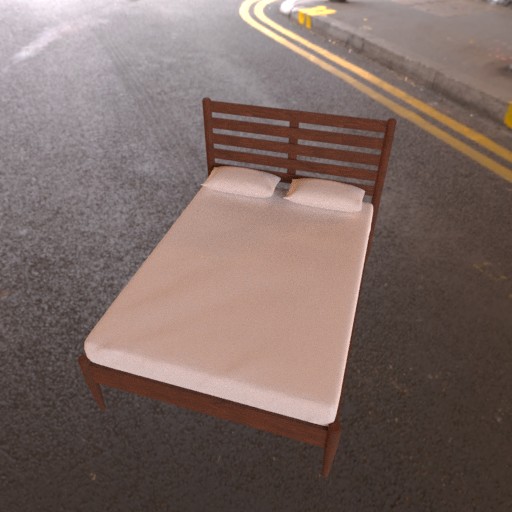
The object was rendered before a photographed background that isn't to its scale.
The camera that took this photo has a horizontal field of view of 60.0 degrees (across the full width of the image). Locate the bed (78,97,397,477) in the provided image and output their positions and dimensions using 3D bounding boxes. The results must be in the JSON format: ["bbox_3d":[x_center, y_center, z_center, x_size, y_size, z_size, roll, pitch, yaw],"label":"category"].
[{"bbox_3d":[0.000,0.000,3.030,1.509,1.304,2.093,11,41,13],"label":"bed"}]
